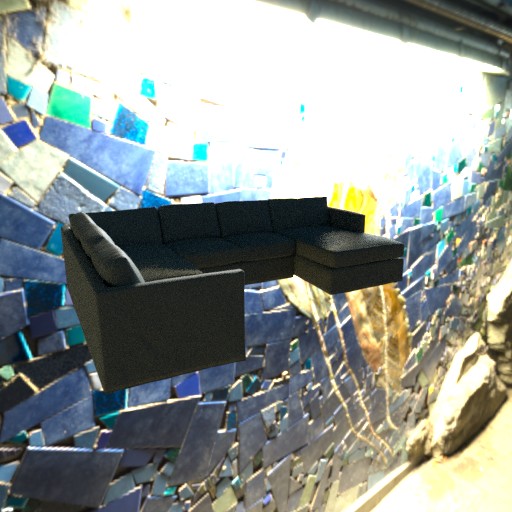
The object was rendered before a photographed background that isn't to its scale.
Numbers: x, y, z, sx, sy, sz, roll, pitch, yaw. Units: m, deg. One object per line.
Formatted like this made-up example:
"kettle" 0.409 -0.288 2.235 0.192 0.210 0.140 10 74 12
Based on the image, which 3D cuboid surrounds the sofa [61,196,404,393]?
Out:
"sofa" 0.000 0.000 4.529 3.460 0.882 2.427 -8 16 -27
